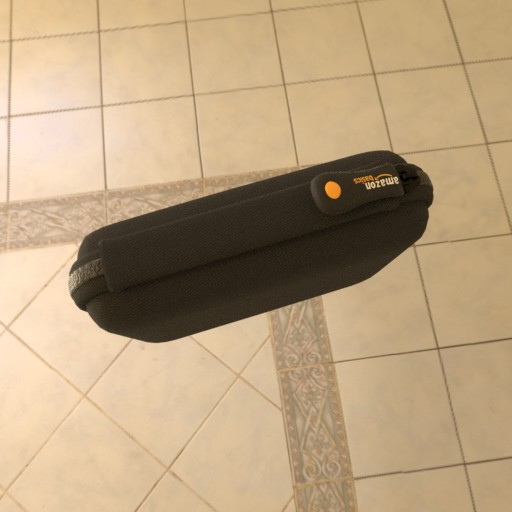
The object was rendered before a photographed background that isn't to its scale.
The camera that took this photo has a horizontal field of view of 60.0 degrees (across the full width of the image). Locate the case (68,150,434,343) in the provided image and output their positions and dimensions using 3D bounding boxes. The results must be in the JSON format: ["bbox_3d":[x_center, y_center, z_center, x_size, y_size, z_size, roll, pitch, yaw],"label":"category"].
[{"bbox_3d":[0.000,0.000,0.179,0.132,0.105,0.038,-17,76,-4],"label":"case"}]
